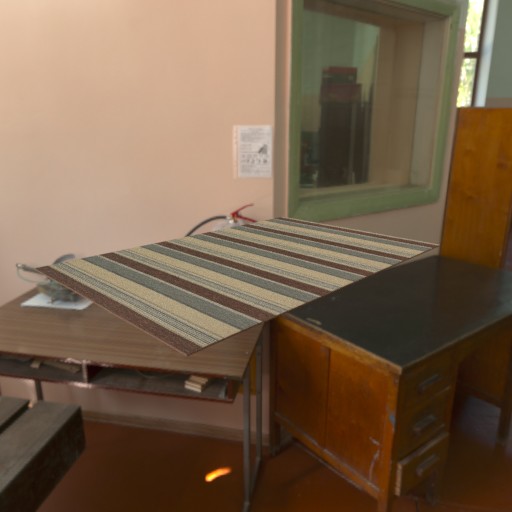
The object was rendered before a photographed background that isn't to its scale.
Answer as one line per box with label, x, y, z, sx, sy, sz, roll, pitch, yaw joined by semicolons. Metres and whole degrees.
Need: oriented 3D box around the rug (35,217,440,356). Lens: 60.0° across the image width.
rug;0.000;0.000;2.361;1.219;0.008;1.829;15;22;42
